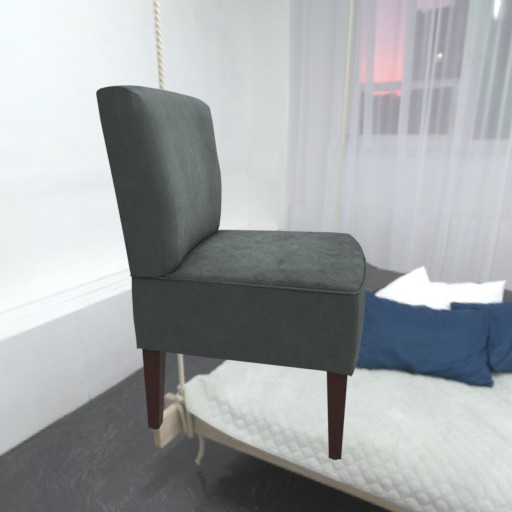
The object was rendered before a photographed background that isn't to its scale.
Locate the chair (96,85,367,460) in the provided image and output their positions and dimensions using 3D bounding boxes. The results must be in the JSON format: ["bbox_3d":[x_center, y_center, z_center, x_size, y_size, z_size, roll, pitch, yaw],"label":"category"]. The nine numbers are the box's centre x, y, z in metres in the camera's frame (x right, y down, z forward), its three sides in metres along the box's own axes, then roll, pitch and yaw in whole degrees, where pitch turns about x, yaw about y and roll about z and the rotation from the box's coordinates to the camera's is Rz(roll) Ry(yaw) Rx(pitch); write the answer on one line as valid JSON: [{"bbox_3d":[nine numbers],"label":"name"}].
[{"bbox_3d":[0.000,0.000,1.139,0.554,0.806,0.521,3,17,9],"label":"chair"}]
